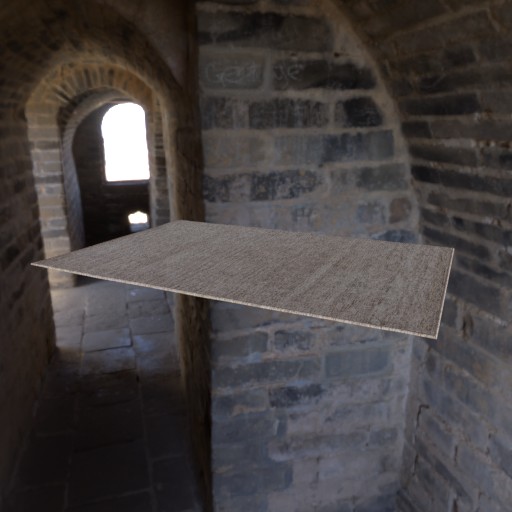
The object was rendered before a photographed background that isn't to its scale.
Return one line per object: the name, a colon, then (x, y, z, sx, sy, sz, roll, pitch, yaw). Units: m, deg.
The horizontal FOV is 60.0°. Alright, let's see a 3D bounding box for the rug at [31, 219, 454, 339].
rug: (0.000, 0.000, 2.277, 1.822, 0.018, 1.211, 7, 17, 25)
